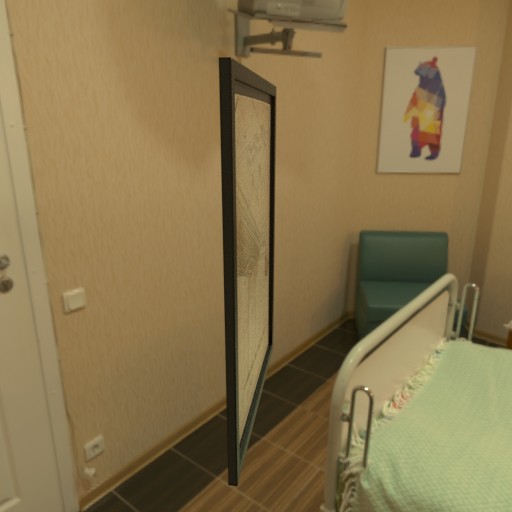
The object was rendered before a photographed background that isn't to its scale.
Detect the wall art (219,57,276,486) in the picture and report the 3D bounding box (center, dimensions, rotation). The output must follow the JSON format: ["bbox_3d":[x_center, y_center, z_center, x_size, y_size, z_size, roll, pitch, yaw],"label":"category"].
[{"bbox_3d":[0.000,0.000,0.871,0.016,0.657,0.480,3,17,9],"label":"wall art"}]
